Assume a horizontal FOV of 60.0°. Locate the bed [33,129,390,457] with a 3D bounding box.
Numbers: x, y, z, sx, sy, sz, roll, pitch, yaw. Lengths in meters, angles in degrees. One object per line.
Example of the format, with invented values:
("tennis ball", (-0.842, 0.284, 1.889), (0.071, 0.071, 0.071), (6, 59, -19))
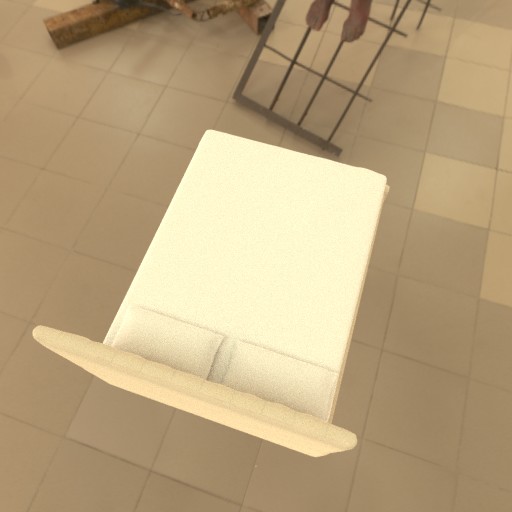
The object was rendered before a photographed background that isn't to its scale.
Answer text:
("bed", (0.000, 0.000, 3.204), (1.696, 1.426, 2.233), (17, 66, 8))
